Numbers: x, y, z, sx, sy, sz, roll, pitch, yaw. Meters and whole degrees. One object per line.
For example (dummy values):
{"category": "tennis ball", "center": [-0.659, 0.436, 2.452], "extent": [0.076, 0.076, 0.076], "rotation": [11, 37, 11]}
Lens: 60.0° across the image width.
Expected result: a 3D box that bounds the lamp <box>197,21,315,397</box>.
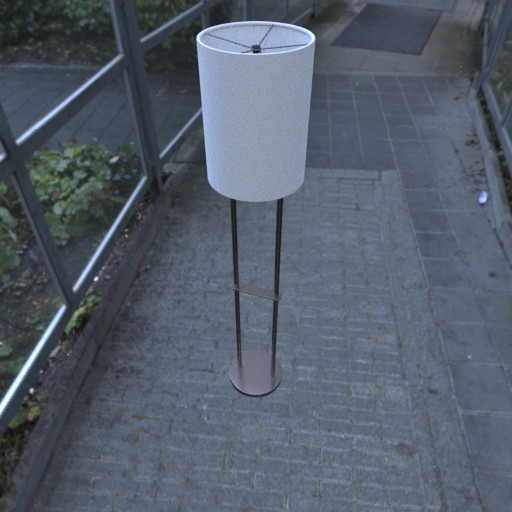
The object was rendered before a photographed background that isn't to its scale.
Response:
{"category": "lamp", "center": [0.000, 0.000, 1.634], "extent": [0.306, 1.500, 0.305], "rotation": [13, 43, 15]}
